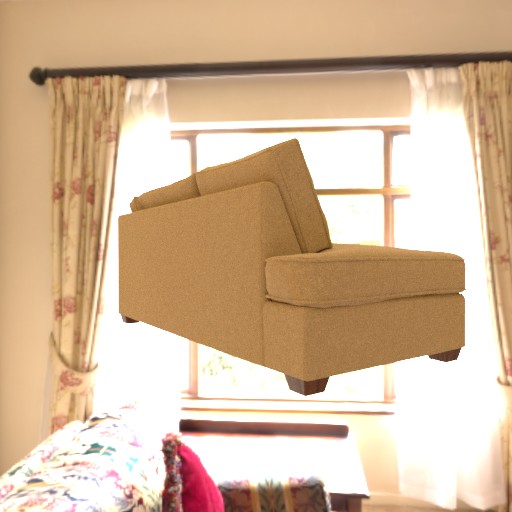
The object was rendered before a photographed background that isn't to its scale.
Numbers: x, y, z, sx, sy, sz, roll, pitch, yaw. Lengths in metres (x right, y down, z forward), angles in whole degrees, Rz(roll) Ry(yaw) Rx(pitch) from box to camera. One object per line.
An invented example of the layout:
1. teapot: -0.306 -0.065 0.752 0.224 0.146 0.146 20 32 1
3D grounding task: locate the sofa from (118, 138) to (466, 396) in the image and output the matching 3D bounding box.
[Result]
1. sofa: 0.000 0.000 2.805 1.110 1.033 2.237 0 0 -34
